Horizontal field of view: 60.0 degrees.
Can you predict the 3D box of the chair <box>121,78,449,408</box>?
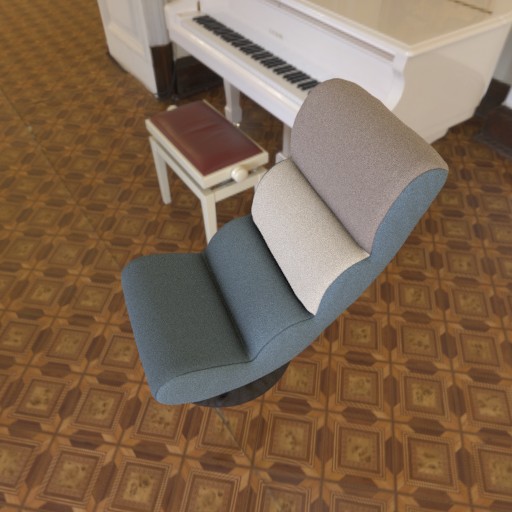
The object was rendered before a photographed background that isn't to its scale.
[{"bbox_3d":[0.000,0.000,1.080,0.661,0.641,0.420,-17,50,-15],"label":"chair"}]
